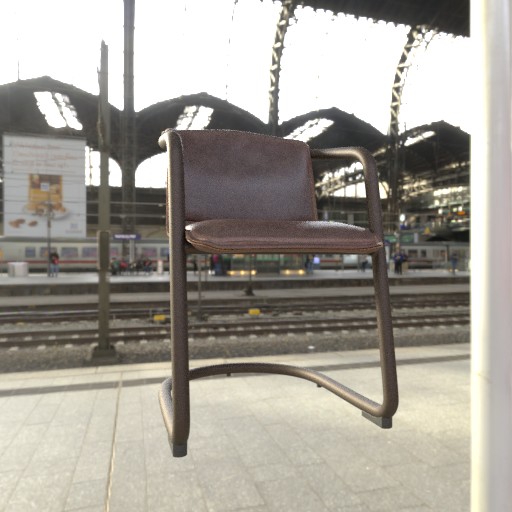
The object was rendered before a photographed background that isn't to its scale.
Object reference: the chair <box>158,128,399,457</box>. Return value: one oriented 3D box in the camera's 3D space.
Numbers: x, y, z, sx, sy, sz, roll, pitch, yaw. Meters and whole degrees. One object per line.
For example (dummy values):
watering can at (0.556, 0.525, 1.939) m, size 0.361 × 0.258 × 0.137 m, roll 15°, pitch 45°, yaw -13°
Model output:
chair at (0.000, 0.000, 1.250) m, size 0.536 × 0.836 × 0.664 m, roll 0°, pitch 0°, yaw -18°
